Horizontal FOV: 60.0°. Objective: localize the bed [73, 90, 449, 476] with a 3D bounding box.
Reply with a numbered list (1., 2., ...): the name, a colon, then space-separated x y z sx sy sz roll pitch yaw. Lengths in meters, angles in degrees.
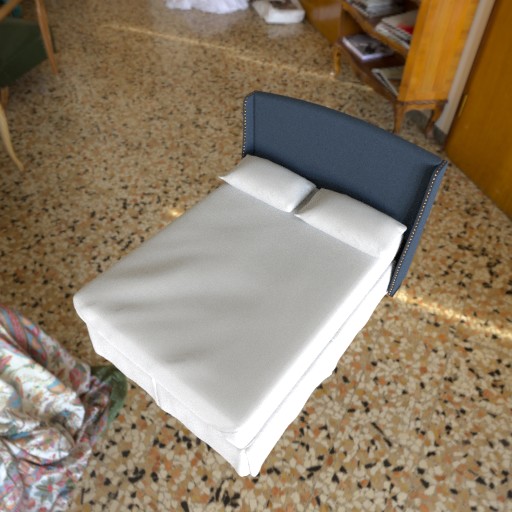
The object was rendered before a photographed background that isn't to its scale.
1. bed: 0.000 0.000 3.311 1.710 1.407 2.237 30 53 25
